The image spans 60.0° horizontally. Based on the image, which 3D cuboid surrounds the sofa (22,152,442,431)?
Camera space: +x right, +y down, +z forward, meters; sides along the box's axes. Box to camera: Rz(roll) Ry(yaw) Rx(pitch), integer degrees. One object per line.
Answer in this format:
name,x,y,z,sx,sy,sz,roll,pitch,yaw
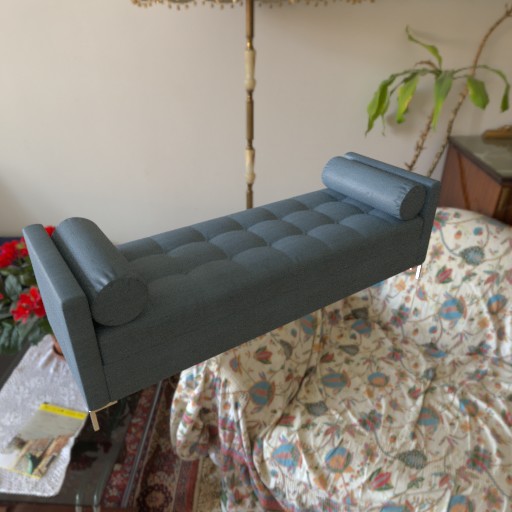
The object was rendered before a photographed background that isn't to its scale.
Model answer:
sofa,0.000,0.000,2.291,1.981,0.635,0.686,-19,35,-29
